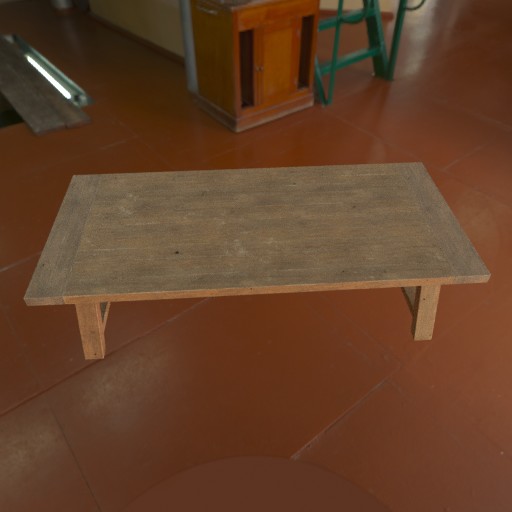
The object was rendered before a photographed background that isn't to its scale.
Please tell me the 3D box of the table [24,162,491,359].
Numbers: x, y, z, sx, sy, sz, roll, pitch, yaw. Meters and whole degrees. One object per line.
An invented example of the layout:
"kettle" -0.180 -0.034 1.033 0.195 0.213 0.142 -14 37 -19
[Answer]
"table" 0.000 0.000 2.157 1.800 0.465 0.820 -3 44 -3
